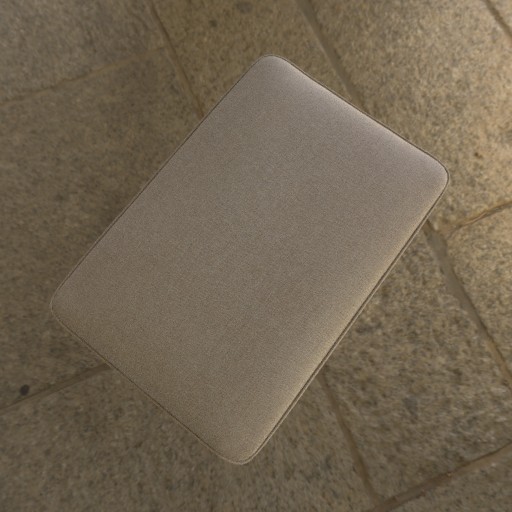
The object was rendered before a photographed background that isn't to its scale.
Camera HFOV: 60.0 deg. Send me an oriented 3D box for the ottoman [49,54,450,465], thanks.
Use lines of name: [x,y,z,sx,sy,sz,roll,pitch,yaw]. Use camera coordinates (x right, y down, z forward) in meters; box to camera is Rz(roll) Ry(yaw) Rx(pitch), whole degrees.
ottoman: [0.000,0.000,1.134,0.559,0.458,0.813,37,79,8]
